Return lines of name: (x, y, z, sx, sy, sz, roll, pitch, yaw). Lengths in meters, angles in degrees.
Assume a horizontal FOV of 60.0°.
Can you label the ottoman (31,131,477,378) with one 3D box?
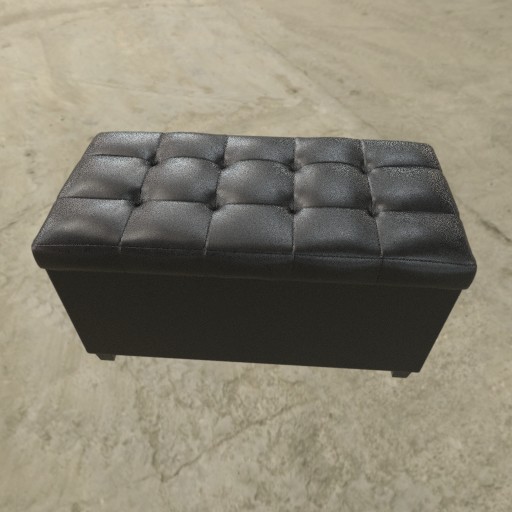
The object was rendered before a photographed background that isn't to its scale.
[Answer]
ottoman: (0.000, 0.000, 1.098, 0.838, 0.470, 0.432, 3, 46, 3)
